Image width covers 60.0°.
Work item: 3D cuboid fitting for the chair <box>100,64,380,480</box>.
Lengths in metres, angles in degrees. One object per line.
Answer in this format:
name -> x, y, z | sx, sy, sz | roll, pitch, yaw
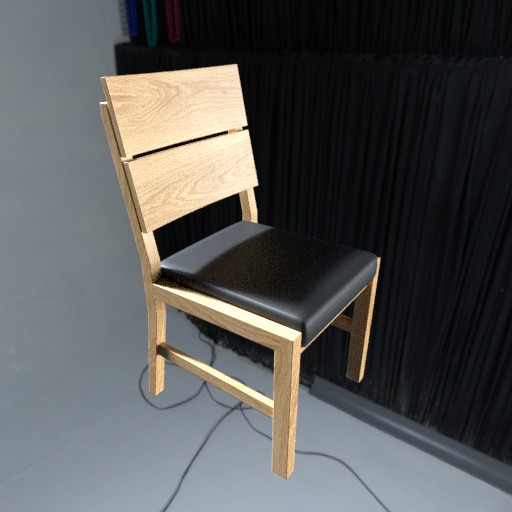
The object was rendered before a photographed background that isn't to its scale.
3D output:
chair -> 0.000, 0.000, 1.251 | 0.569, 0.950, 0.475 | 19, 33, 32
